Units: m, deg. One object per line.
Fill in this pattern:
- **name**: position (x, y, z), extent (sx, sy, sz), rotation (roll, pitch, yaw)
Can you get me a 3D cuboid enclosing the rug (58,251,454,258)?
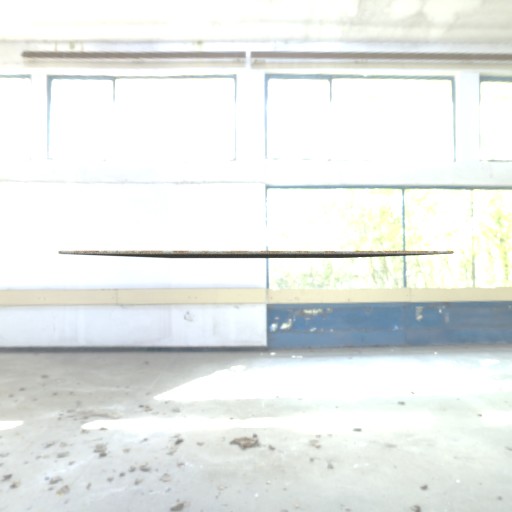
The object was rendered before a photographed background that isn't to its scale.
- **rug**: position (0.000, 0.000, 2.272), extent (1.219, 0.011, 1.829), rotation (0, -1, 0)
